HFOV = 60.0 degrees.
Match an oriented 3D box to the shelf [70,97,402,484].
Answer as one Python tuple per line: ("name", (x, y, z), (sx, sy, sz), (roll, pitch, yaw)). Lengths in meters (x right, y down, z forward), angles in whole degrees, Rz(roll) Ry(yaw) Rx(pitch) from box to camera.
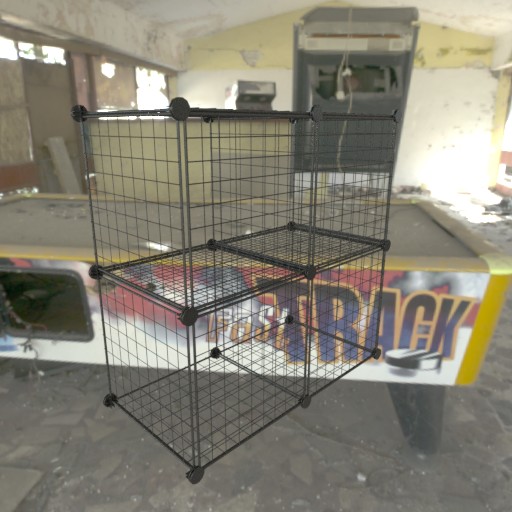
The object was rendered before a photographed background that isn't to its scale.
("shelf", (0.000, 0.000, 1.117), (0.356, 0.711, 0.711), (16, 22, 43))
